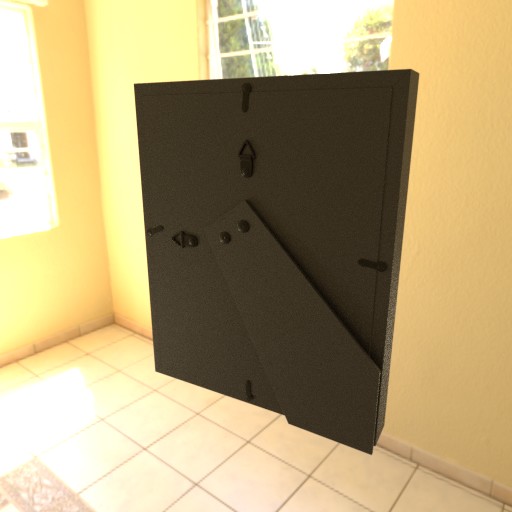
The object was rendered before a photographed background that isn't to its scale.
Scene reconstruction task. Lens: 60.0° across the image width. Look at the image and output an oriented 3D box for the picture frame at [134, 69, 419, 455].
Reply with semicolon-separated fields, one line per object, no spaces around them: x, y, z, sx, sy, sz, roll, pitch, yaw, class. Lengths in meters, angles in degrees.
0.000;0.000;0.380;0.232;0.284;0.042;9;19;28;picture frame
